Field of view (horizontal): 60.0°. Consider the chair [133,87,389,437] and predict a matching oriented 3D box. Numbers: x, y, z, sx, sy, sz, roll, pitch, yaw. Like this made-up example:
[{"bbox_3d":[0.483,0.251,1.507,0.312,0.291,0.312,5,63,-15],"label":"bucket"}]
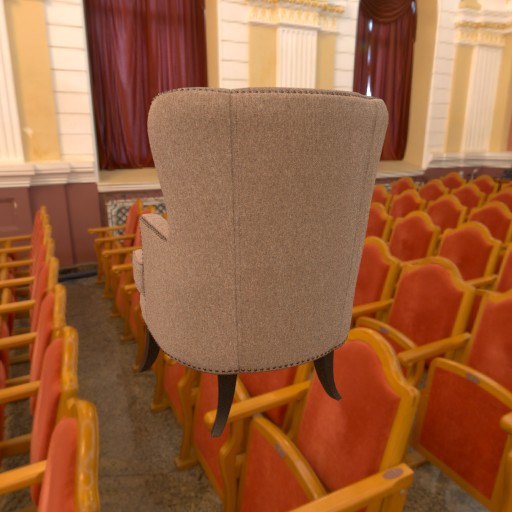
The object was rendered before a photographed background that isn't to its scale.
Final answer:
[{"bbox_3d":[0.000,0.000,1.576,0.759,1.060,0.758,-7,16,-25],"label":"chair"}]
